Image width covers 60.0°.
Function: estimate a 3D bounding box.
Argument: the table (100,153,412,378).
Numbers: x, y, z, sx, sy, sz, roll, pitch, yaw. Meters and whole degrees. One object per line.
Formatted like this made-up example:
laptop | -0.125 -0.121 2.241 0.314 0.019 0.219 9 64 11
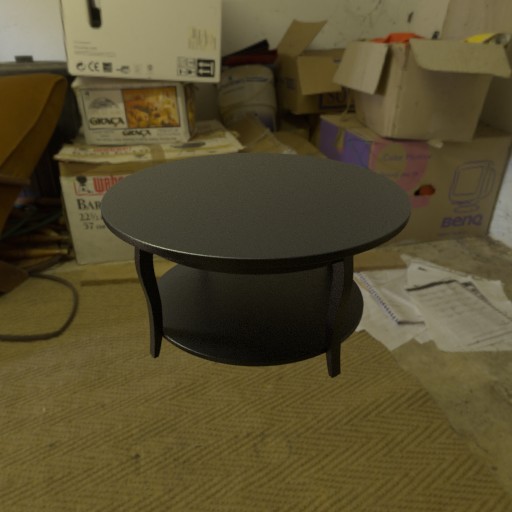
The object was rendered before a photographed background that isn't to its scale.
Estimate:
table | 0.000 0.000 1.467 0.914 0.457 0.914 0 27 0
